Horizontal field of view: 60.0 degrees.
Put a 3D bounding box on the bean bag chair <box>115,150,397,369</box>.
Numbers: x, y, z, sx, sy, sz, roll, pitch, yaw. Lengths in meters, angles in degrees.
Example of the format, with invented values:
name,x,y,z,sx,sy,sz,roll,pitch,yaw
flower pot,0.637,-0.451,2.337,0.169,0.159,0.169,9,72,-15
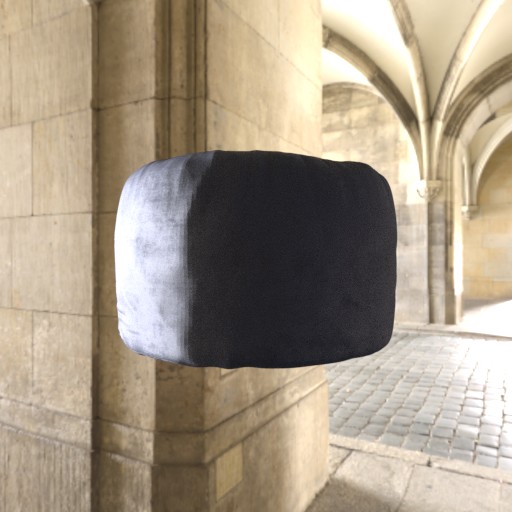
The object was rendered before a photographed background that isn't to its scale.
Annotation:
name,x,y,z,sx,sy,sz,roll,pitch,yaw
bean bag chair,0.000,0.000,1.996,1.219,0.762,1.219,0,0,0
